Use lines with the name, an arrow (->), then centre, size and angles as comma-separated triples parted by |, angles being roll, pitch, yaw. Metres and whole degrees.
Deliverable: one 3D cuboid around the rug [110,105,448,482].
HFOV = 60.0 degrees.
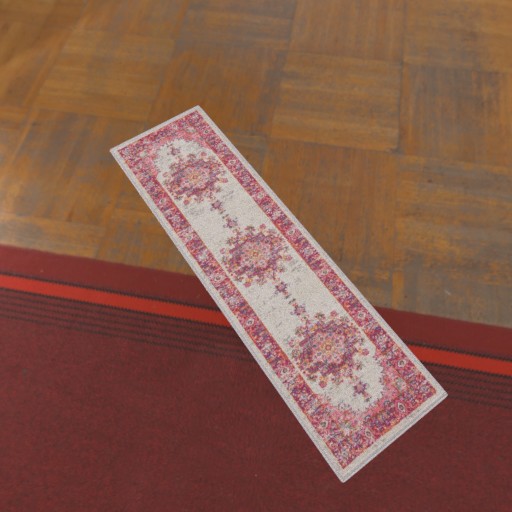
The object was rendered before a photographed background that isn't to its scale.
rug -> 0.000, 0.000, 2.472 | 0.666, 0.011, 2.294 | -32, 68, -15
